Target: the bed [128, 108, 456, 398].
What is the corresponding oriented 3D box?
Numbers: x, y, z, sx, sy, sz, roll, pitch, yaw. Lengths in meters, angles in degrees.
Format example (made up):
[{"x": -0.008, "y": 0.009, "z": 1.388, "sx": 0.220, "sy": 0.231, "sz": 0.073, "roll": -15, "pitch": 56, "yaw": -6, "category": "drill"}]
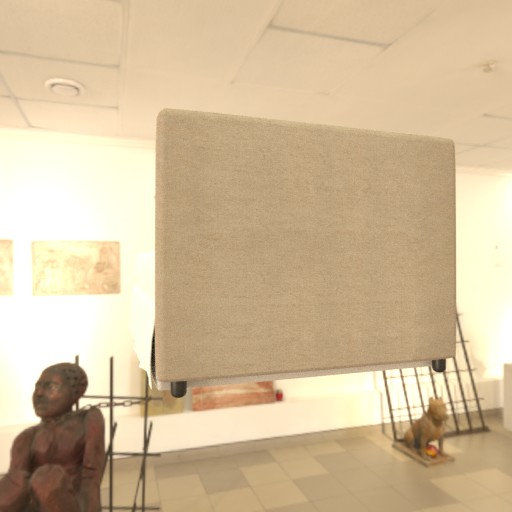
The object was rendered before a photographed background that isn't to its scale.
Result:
[{"x": 0.000, "y": 0.000, "z": 3.232, "sx": 1.713, "sy": 1.330, "sz": 2.162, "roll": 0, "pitch": -1, "yaw": -18, "category": "bed"}]
